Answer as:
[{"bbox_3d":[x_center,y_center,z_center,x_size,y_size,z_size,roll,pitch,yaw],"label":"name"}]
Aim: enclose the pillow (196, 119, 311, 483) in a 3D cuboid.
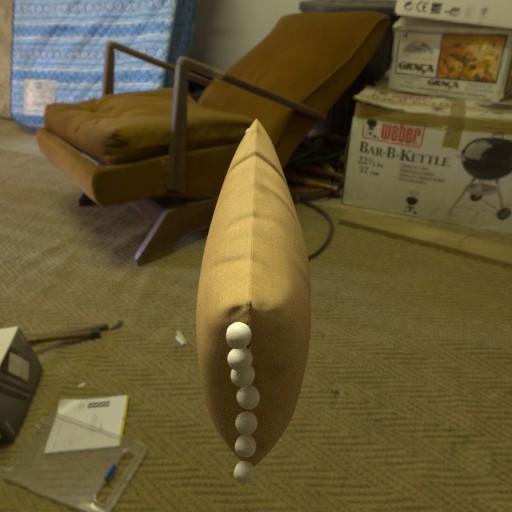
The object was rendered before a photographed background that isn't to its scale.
[{"bbox_3d":[0.000,0.000,0.827,0.201,0.322,0.709,0,33,1],"label":"pillow"}]
